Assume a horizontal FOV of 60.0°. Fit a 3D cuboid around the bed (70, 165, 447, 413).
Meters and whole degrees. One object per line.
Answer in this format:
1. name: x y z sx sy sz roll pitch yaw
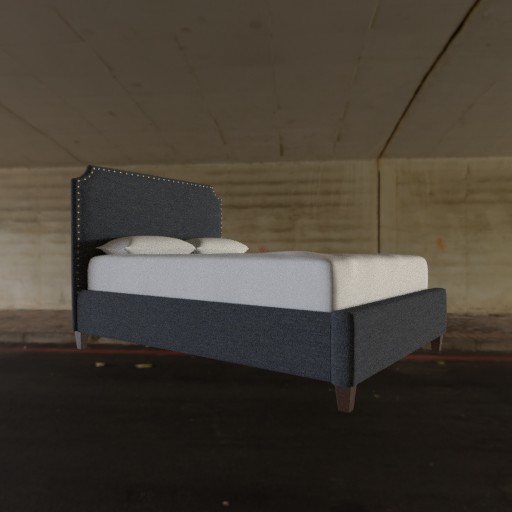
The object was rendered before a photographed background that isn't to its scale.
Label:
1. bed: 0.000 0.000 3.408 2.372 1.443 1.713 1 1 37
